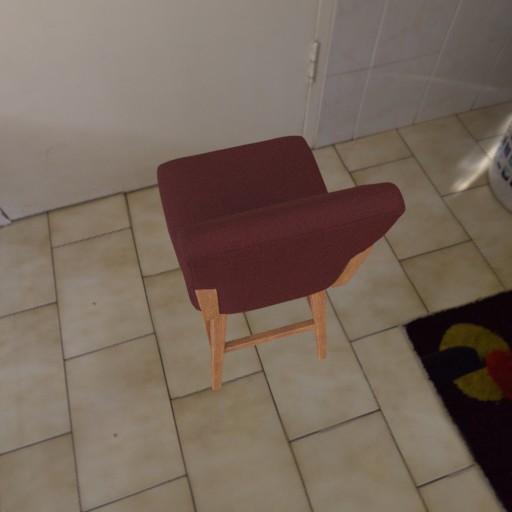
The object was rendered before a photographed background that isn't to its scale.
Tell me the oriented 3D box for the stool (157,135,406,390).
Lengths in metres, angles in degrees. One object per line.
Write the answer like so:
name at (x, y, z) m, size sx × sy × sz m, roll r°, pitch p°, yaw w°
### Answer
stool at (0.000, 0.000, 1.340) m, size 0.468 × 1.093 × 0.562 m, roll -14°, pitch 60°, yaw -8°
